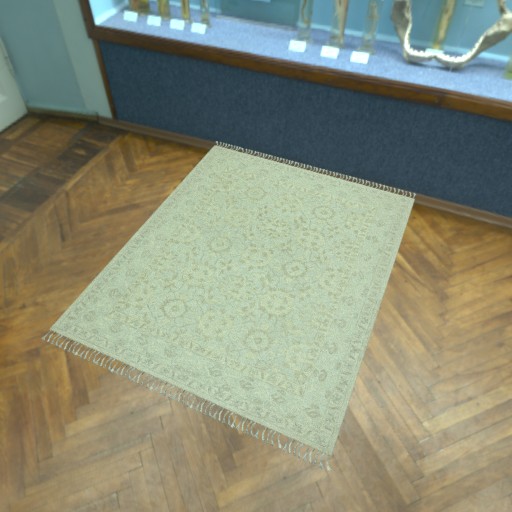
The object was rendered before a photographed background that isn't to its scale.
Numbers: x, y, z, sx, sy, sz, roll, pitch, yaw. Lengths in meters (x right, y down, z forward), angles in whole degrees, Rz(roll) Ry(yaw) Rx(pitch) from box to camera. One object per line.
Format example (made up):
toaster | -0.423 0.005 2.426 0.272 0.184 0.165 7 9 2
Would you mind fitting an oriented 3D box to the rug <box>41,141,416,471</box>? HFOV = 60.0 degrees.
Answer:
rug | 0.000 0.000 4.130 2.444 0.013 3.043 19 51 16
